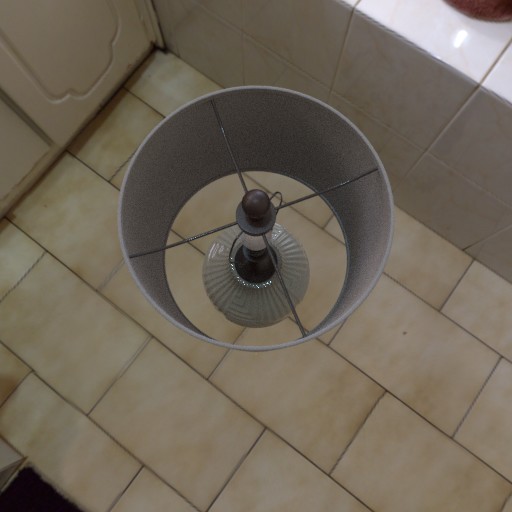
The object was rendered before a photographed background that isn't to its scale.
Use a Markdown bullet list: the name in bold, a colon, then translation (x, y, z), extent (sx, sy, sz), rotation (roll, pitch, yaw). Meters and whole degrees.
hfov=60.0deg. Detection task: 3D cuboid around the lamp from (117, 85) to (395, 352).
- **lamp**: translation (0.000, 0.000, 0.750), extent (0.318, 0.567, 0.318), rotation (0, 78, 0)
